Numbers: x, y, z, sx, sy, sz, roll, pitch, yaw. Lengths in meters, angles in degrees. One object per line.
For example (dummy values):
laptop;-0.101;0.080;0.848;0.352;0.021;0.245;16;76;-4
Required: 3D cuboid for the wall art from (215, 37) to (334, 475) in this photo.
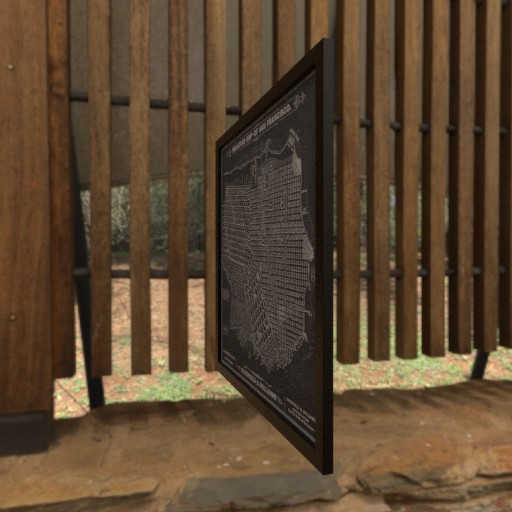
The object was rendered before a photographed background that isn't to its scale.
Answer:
wall art;0.000;0.000;0.680;0.012;0.458;0.457;0;0;-19
